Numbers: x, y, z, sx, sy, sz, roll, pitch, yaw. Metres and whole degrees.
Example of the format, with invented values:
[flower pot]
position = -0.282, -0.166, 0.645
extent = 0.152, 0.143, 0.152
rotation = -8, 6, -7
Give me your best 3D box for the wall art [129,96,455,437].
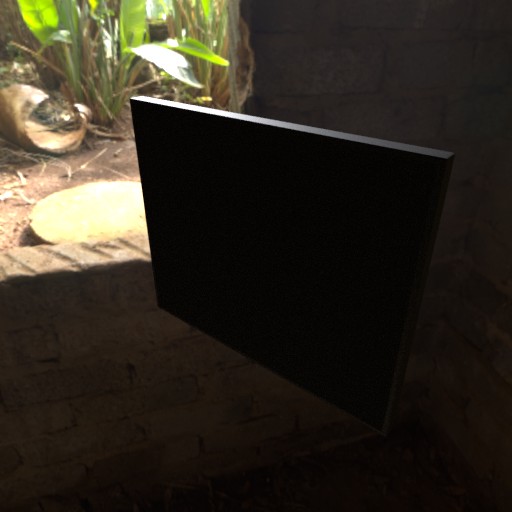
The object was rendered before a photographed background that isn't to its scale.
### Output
[wall art]
position = 0.000, 0.000, 0.759
extent = 0.559, 0.458, 0.029
rotation = 22, 36, 33
